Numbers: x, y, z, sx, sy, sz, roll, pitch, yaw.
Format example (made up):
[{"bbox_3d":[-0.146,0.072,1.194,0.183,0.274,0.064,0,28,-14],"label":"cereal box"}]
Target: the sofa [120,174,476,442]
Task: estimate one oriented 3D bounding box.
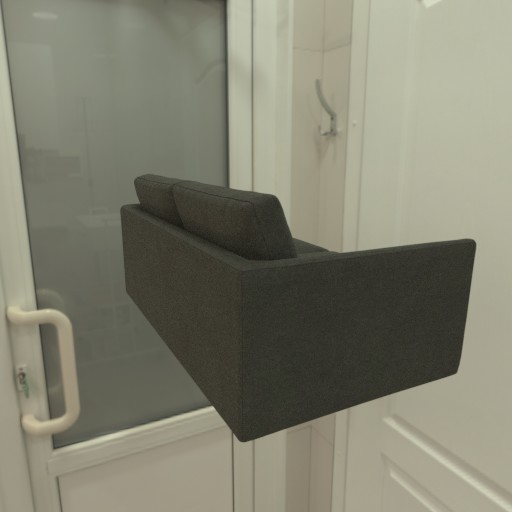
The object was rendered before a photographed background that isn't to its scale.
[{"bbox_3d":[0.000,0.000,2.455,1.091,0.845,1.909,-7,15,-27],"label":"sofa"}]
